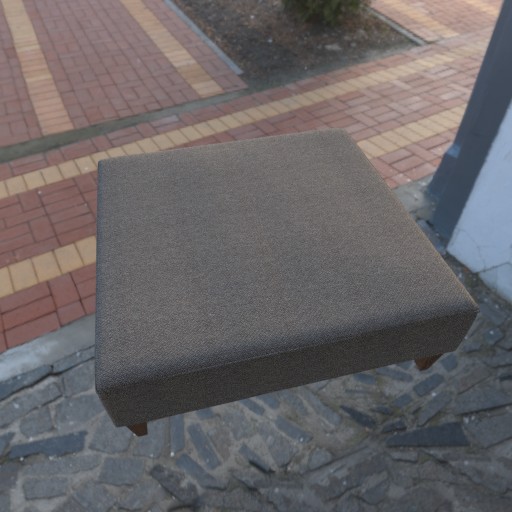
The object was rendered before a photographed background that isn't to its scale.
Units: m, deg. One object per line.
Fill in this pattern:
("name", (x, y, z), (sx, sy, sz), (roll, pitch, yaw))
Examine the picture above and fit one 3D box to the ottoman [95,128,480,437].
("ottoman", (0.000, 0.000, 1.496), (0.981, 0.378, 0.970), (-10, 46, -10))
